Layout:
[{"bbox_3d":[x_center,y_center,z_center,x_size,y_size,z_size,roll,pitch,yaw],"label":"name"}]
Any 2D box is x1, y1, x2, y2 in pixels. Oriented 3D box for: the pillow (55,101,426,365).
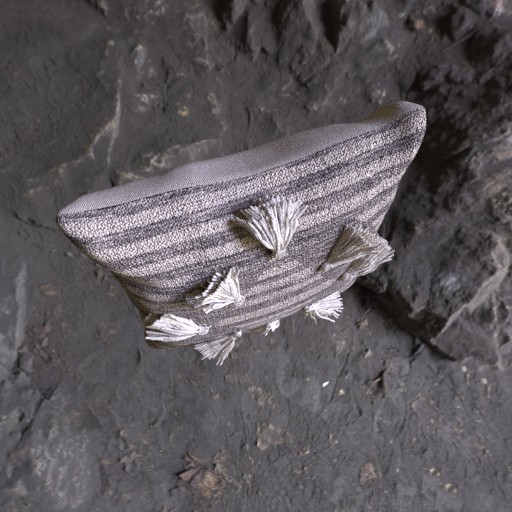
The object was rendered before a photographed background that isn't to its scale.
[{"bbox_3d":[0.000,0.000,0.747,0.484,0.490,0.234,-19,65,-9],"label":"pillow"}]
